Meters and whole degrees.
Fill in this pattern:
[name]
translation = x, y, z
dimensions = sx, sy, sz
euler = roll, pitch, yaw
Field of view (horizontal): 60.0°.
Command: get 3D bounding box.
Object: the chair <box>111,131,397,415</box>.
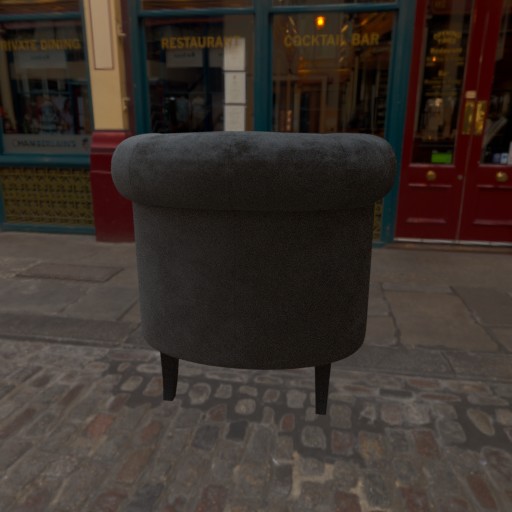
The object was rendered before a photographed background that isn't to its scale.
[chair]
translation = 0.000, 0.000, 1.539
dimensions = 0.904, 0.826, 0.851
euler = 2, 15, 8
